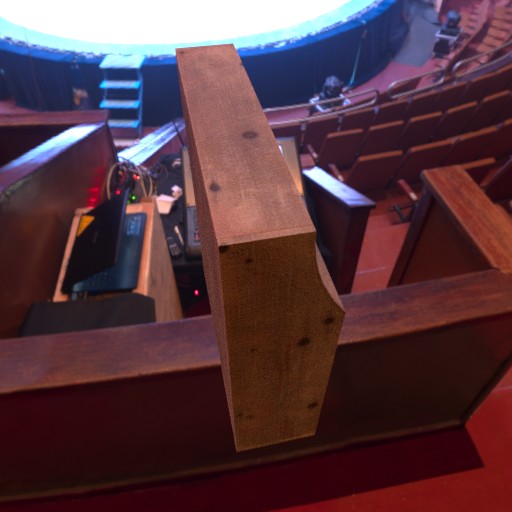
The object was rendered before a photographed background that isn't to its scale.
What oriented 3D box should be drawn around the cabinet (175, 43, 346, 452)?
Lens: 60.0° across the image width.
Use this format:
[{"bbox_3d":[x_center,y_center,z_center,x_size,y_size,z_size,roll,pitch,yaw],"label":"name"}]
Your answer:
[{"bbox_3d":[0.000,0.000,0.839,0.184,0.590,0.489,-9,48,-8],"label":"cabinet"}]
